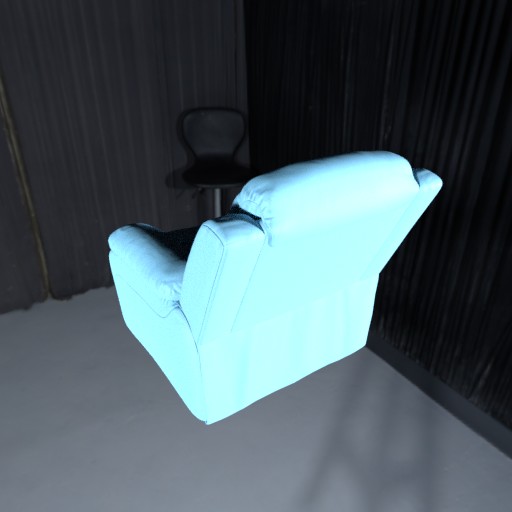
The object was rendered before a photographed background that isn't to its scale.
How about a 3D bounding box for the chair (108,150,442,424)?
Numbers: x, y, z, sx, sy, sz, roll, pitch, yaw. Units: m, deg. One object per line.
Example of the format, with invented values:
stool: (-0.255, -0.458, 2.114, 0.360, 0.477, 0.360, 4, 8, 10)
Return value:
chair: (0.000, 0.000, 1.263, 0.680, 0.702, 0.709, -18, 33, -29)
